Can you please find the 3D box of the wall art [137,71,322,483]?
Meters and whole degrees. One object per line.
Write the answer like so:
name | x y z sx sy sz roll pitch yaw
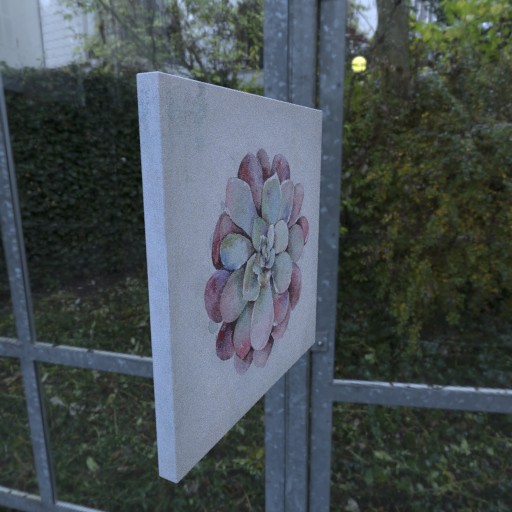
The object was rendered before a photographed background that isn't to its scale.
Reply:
wall art | 0.000 0.000 0.896 0.044 0.605 0.605 7 15 27
